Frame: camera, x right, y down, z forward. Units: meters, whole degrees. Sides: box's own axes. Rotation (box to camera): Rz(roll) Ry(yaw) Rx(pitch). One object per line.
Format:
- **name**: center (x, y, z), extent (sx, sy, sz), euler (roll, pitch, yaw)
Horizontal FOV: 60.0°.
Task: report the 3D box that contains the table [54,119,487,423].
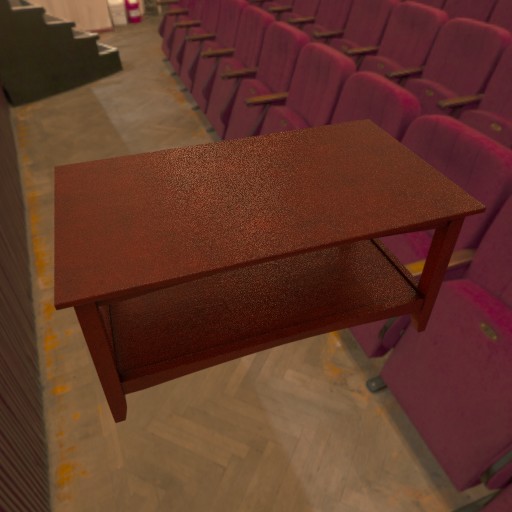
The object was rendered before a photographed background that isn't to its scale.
- **table**: center (0.000, 0.000, 1.240), extent (0.943, 0.456, 0.533), euler (-13, 42, -15)
